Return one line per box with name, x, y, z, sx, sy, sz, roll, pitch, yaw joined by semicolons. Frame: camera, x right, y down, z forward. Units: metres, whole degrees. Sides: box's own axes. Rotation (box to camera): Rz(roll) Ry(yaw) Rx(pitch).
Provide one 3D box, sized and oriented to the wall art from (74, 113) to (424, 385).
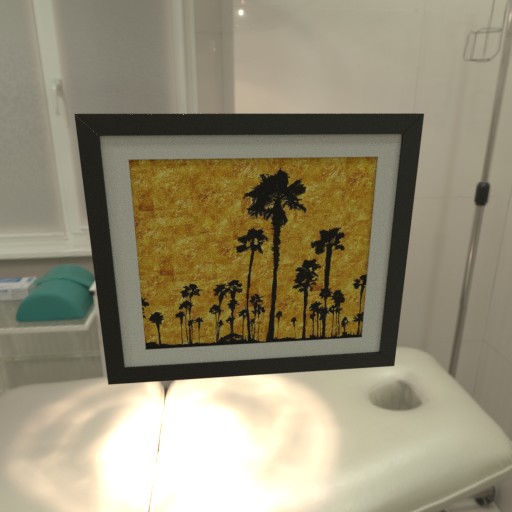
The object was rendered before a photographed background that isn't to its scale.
wall art;0.000;0.000;0.541;0.383;0.332;0.012;-2;19;-6
